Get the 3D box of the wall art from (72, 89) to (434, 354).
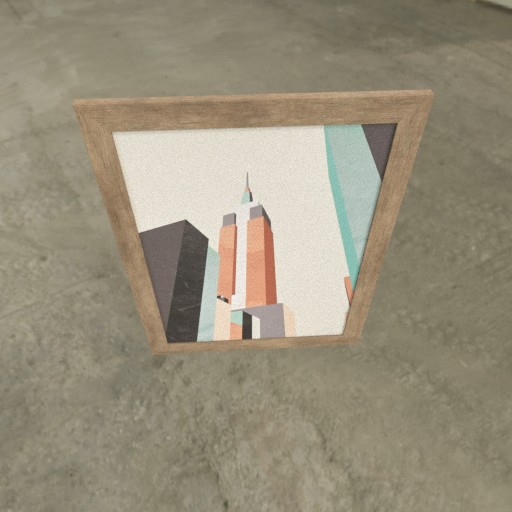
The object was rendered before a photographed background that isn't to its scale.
[{"bbox_3d":[0.000,0.000,0.907,0.534,0.686,0.018,-2,47,-2],"label":"wall art"}]
